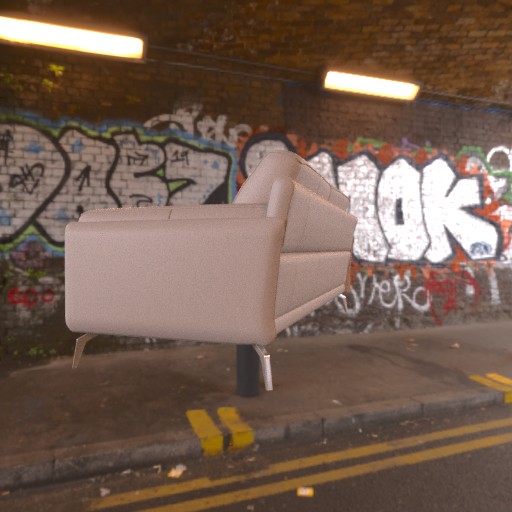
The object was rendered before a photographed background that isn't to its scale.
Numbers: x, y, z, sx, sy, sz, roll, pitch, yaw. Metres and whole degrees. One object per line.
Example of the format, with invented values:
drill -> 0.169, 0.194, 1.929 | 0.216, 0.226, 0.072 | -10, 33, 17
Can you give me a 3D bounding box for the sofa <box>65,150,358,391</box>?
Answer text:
sofa -> 0.000, 0.000, 2.617 | 1.049, 0.930, 2.101 | 0, 1, 19
